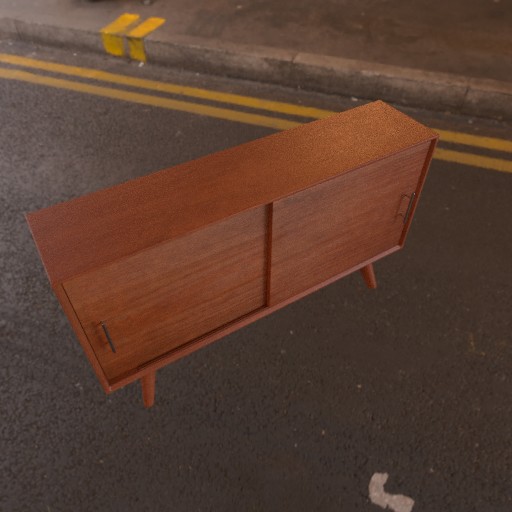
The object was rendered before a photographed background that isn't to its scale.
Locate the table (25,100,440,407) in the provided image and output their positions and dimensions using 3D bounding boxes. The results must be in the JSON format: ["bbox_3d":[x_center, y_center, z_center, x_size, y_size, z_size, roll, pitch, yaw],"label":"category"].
[{"bbox_3d":[0.000,0.000,1.526,1.220,0.698,0.308,-23,50,-21],"label":"table"}]
